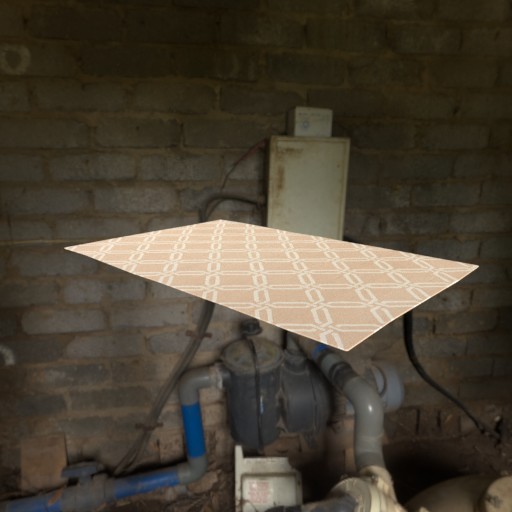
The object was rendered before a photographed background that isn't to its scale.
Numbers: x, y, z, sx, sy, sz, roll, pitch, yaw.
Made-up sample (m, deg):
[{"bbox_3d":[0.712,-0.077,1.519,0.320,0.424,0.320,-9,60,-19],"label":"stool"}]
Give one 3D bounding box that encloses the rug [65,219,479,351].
[{"bbox_3d":[0.000,0.000,2.194,1.745,0.010,1.146,13,20,41],"label":"rug"}]
